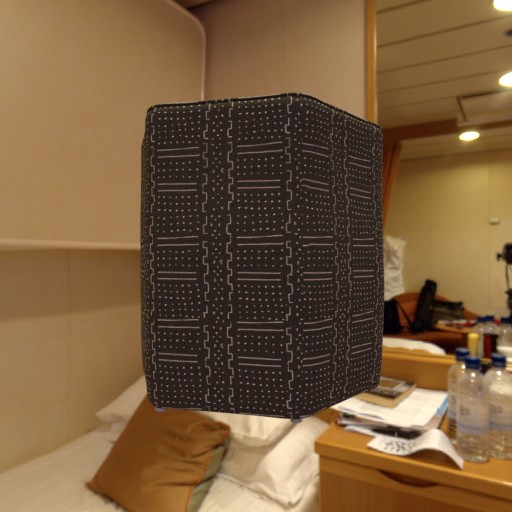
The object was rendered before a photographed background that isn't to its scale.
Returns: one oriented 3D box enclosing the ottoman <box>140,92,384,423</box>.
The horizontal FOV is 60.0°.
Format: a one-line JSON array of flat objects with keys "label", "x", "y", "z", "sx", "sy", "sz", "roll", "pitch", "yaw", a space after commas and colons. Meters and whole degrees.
[{"label": "ottoman", "x": 0.000, "y": 0.000, "z": 0.886, "sx": 0.443, "sy": 0.502, "sz": 0.494, "roll": 0, "pitch": 0, "yaw": -16}]
